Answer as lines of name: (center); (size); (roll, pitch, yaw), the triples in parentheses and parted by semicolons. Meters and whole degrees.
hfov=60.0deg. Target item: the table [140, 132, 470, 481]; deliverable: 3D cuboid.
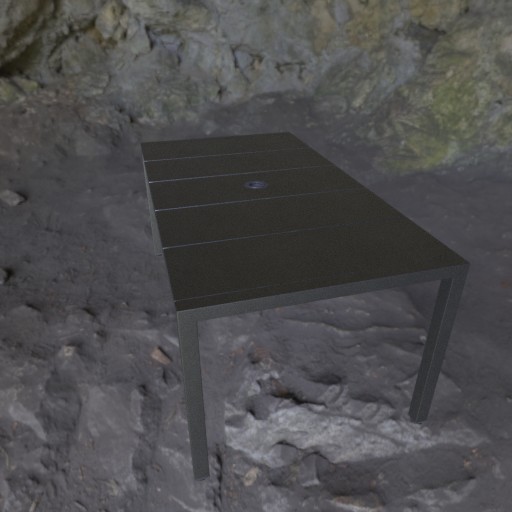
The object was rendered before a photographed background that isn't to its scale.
table: (0.000, 0.000, 2.153); (0.914, 0.735, 1.680); (-8, 31, -14)
